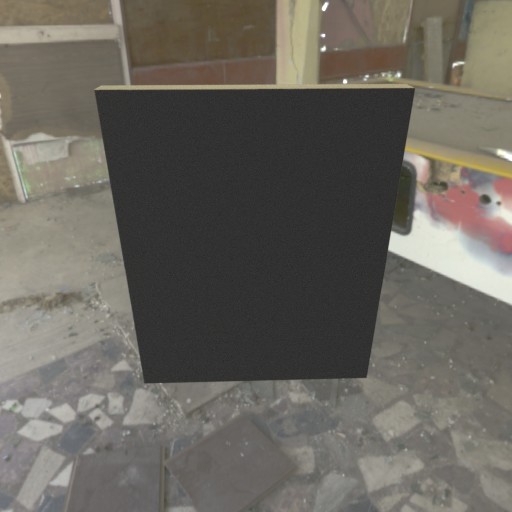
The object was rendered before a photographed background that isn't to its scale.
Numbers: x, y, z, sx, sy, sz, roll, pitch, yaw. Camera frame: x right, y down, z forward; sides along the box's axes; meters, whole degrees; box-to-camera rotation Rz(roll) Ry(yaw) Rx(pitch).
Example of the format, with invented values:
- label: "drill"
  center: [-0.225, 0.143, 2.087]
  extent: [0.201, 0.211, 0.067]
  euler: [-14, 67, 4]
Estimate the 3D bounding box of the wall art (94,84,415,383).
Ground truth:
- label: "wall art"
  center: [0.000, 0.000, 0.842]
  extent: [0.489, 0.608, 0.040]
  euler: [-1, 30, -2]
